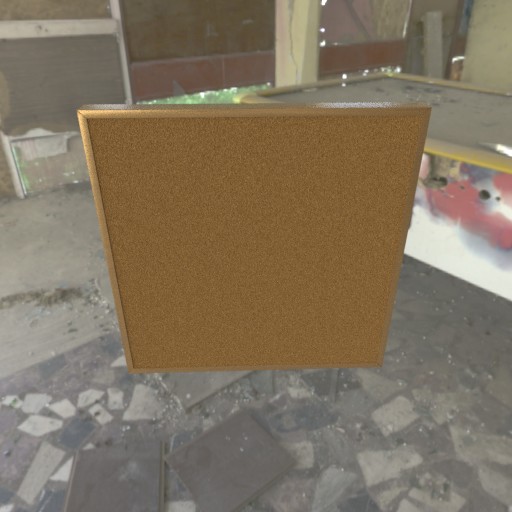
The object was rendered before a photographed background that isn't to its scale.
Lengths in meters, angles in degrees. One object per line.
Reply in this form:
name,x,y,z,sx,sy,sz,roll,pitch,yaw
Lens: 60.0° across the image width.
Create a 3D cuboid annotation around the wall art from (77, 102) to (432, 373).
wall art,0.000,0.000,0.771,0.505,0.505,0.037,-1,30,-2
